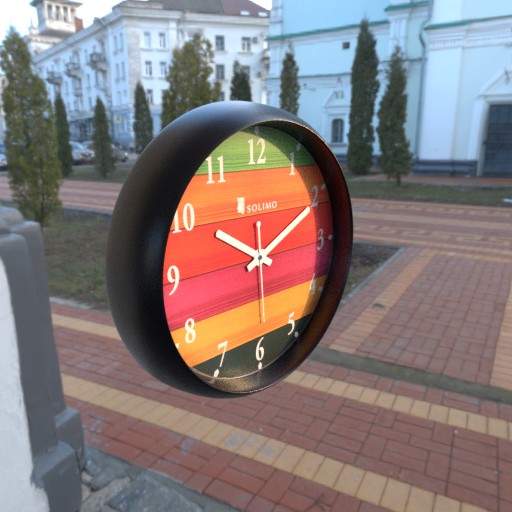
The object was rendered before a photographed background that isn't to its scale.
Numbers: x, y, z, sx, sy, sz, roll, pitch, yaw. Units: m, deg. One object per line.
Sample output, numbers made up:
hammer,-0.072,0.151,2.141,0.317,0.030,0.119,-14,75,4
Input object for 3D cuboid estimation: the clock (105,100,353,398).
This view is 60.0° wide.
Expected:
clock,0.000,0.000,0.449,0.060,0.300,0.300,14,20,43
